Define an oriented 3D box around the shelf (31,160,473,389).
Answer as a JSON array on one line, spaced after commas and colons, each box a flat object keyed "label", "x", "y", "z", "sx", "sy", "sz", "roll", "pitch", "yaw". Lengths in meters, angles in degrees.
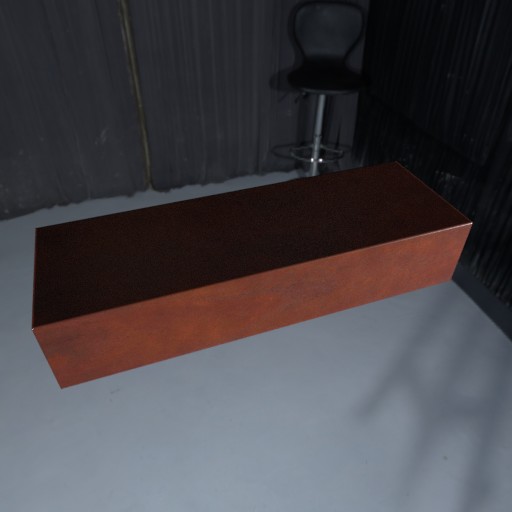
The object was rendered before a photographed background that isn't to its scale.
[{"label": "shelf", "x": 0.000, "y": 0.000, "z": 0.516, "sx": 0.457, "sy": 0.088, "sz": 0.152, "roll": -13, "pitch": 42, "yaw": -15}]
